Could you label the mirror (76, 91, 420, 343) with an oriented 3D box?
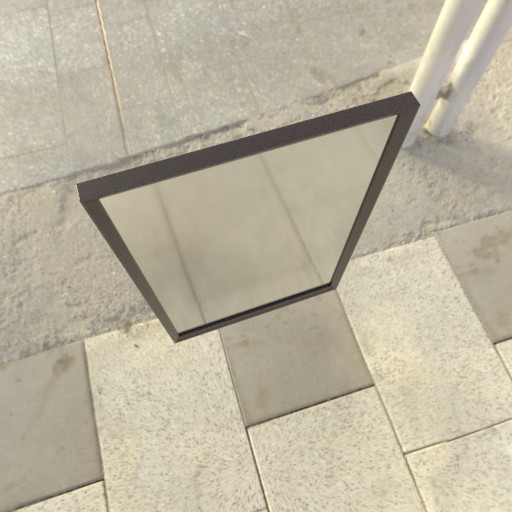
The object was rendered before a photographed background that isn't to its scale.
[{"bbox_3d":[0.000,0.000,1.169,0.609,0.915,0.041,-18,66,-8],"label":"mirror"}]
